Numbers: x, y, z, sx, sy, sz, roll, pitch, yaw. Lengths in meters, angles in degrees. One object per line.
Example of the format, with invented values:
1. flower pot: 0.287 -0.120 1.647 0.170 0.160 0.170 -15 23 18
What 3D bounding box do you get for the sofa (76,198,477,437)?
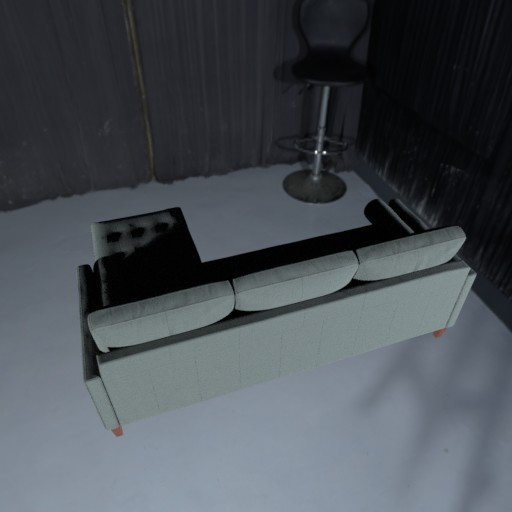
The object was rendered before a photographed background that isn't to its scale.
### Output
1. sofa: 0.000 0.000 2.903 2.178 0.876 1.506 -13 43 -14
